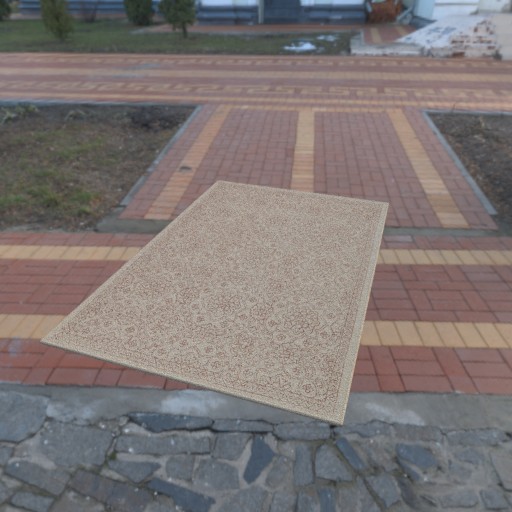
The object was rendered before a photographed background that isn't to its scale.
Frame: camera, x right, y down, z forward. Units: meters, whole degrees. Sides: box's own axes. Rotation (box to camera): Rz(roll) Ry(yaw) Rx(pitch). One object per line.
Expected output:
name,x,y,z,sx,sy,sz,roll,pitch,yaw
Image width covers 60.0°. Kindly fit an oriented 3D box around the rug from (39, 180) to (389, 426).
rug,0.000,0.000,2.345,1.219,0.010,1.829,10,33,16
